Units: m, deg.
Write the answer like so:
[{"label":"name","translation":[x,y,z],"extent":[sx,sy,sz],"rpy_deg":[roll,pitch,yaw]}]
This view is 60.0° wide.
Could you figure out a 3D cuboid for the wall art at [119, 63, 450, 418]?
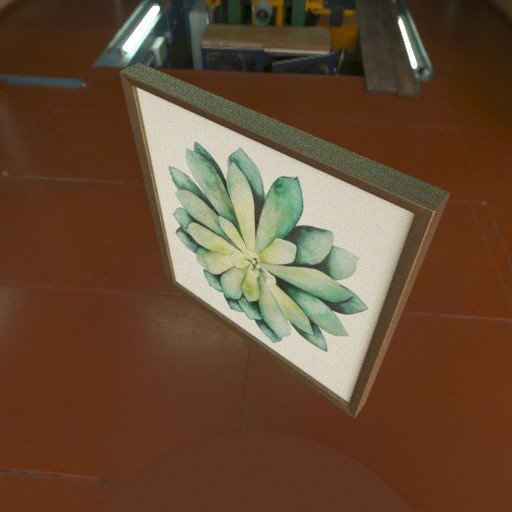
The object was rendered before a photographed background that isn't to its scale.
[{"label":"wall art","translation":[0.000,0.000,0.754],"extent":[0.503,0.506,0.040],"rpy_deg":[31,54,26]}]
